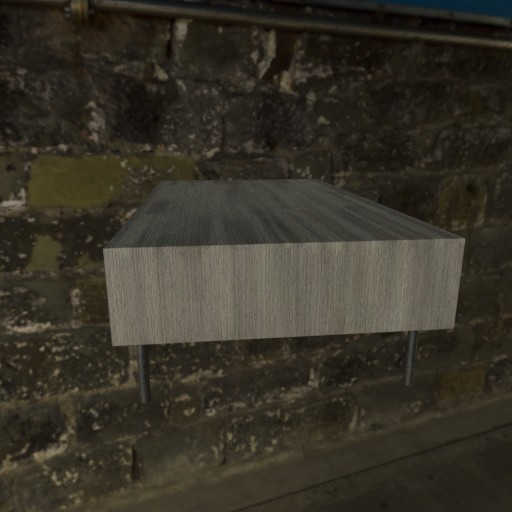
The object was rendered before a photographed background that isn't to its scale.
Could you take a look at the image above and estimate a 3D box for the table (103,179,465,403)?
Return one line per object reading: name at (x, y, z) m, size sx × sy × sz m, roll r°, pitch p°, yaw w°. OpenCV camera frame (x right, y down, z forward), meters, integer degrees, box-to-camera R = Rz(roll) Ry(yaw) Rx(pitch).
table at (0.000, 0.000, 1.337) m, size 0.643 × 0.347 × 1.088 m, roll -2°, pitch 16°, yaw -6°
